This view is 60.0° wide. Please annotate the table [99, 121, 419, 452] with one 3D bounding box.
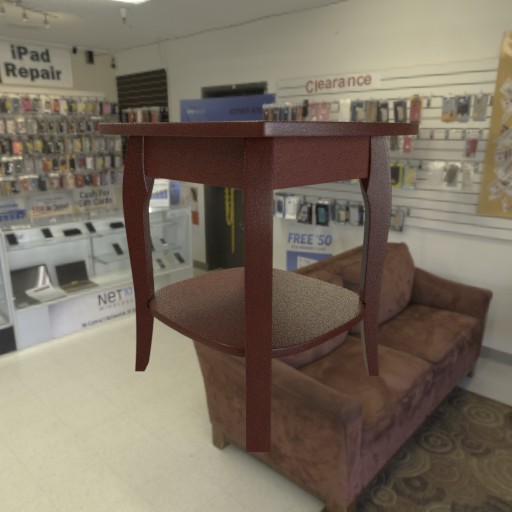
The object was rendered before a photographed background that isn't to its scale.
[{"bbox_3d":[0.000,0.000,0.867,0.433,0.496,0.502,-15,22,-42],"label":"table"}]
